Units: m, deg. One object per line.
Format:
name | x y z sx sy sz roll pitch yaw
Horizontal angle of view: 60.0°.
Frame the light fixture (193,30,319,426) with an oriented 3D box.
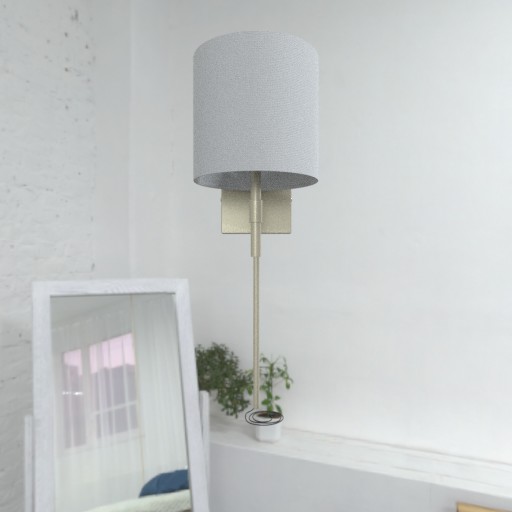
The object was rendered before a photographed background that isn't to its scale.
light fixture | 0.000 0.000 0.703 0.188 0.589 0.248 0 0 0
